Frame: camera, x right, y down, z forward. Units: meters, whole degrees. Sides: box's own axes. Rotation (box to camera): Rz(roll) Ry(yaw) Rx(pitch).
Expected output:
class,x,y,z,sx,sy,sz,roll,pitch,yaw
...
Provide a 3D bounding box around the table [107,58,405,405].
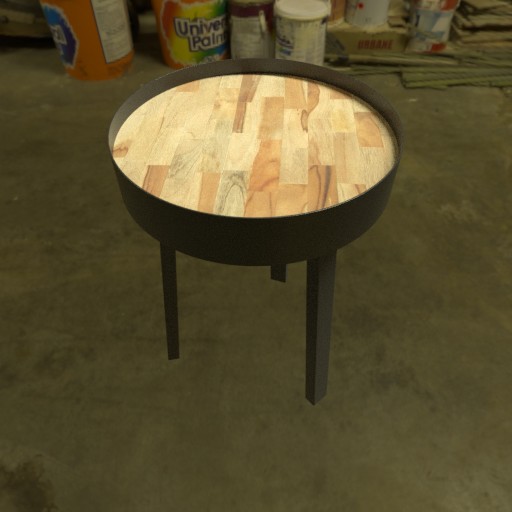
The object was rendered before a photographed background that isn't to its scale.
class,x,y,z,sx,sy,sz,roll,pitch,yaw
table,0.000,0.000,0.826,0.406,0.559,0.406,0,47,0
